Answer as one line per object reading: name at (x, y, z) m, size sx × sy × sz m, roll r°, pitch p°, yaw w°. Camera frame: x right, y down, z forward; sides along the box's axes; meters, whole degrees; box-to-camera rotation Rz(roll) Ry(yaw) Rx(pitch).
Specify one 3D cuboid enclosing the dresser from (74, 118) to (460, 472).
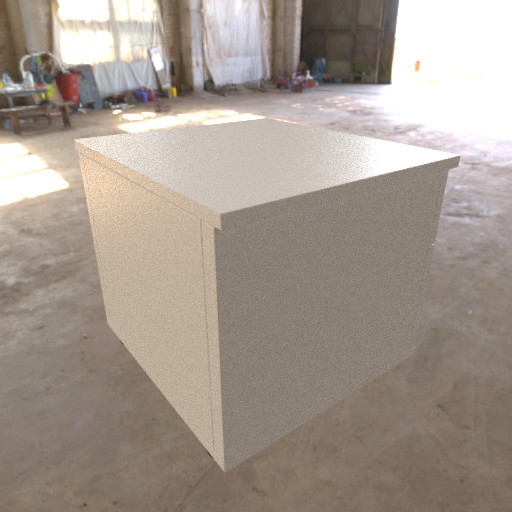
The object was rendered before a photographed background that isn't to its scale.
dresser at (0.000, 0.000, 0.733) m, size 0.400 × 0.360 × 0.430 m, roll -18°, pitch 31°, yaw -33°
